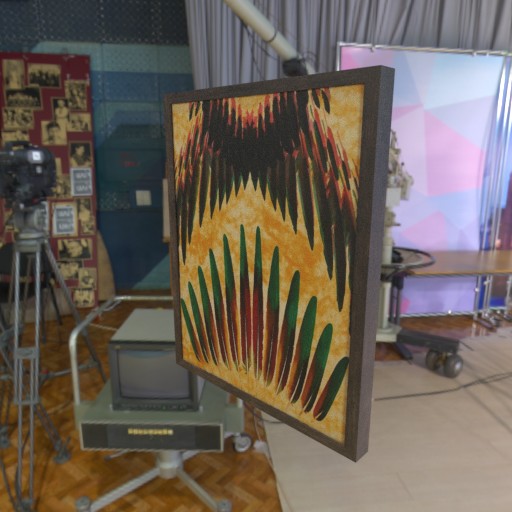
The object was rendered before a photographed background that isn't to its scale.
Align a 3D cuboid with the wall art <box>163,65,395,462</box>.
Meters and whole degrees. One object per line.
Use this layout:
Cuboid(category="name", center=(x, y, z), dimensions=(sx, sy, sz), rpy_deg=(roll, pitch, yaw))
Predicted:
Cuboid(category="wall art", center=(0.000, 0.000, 0.557), dimensions=(0.329, 0.406, 0.027), rpy_deg=(13, 19, 42))
